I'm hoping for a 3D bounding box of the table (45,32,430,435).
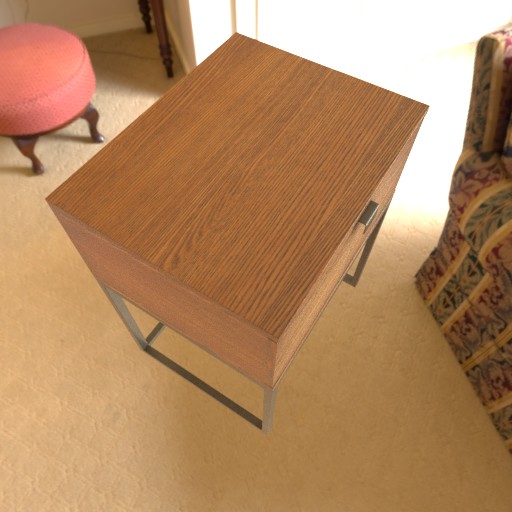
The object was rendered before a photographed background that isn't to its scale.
[{"bbox_3d":[0.000,0.000,0.933,0.400,0.610,0.482,29,62,17],"label":"table"}]
